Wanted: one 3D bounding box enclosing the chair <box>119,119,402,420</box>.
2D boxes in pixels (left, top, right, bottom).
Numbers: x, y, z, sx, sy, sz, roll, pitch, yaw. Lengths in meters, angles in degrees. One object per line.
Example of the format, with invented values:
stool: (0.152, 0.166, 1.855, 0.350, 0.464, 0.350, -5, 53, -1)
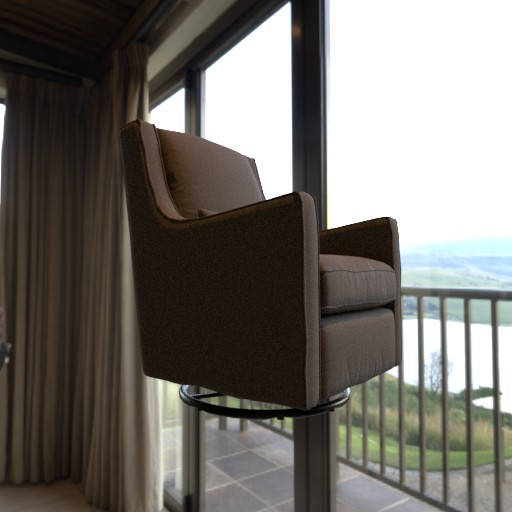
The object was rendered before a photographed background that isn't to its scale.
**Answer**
chair: (0.000, 0.000, 1.644, 0.879, 0.993, 0.732, -2, -3, 37)
